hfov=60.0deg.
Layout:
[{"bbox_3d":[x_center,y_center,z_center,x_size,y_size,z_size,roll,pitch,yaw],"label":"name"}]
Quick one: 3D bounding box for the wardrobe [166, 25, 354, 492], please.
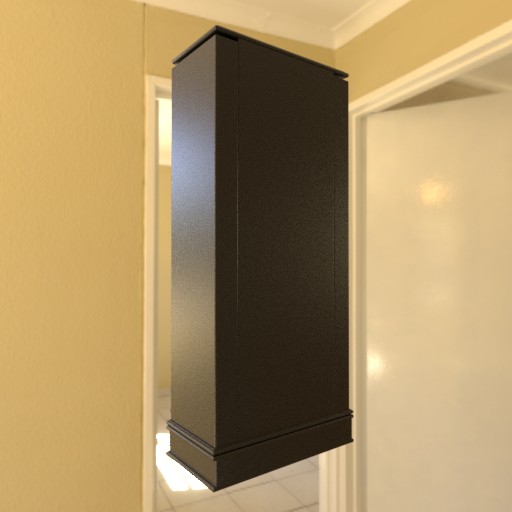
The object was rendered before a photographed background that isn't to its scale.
[{"bbox_3d":[0.000,0.000,1.197,0.444,1.011,0.295,0,-1,-37],"label":"wardrobe"}]
